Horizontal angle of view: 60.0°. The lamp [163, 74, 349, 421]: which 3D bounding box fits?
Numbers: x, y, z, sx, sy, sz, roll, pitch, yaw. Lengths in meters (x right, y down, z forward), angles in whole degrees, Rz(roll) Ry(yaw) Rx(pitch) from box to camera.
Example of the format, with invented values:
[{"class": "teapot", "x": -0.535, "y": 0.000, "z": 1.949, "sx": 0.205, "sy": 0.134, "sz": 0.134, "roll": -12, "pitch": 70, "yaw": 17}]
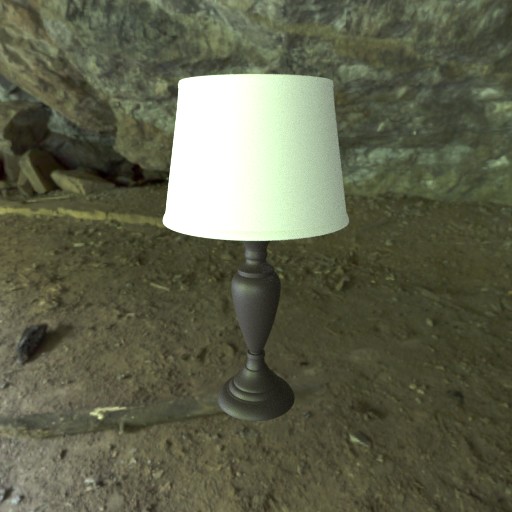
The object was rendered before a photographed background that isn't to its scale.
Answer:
[{"class": "lamp", "x": 0.000, "y": 0.000, "z": 0.834, "sx": 0.335, "sy": 0.611, "sz": 0.335, "roll": 0, "pitch": 16, "yaw": 0}]
